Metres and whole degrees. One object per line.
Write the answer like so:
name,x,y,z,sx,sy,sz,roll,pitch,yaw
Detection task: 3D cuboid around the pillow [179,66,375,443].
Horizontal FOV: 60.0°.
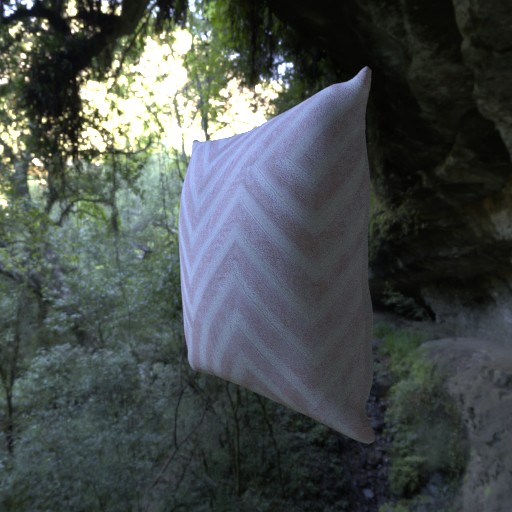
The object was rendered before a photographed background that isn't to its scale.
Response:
pillow,0.000,0.000,0.674,0.182,0.441,0.440,0,0,-35
